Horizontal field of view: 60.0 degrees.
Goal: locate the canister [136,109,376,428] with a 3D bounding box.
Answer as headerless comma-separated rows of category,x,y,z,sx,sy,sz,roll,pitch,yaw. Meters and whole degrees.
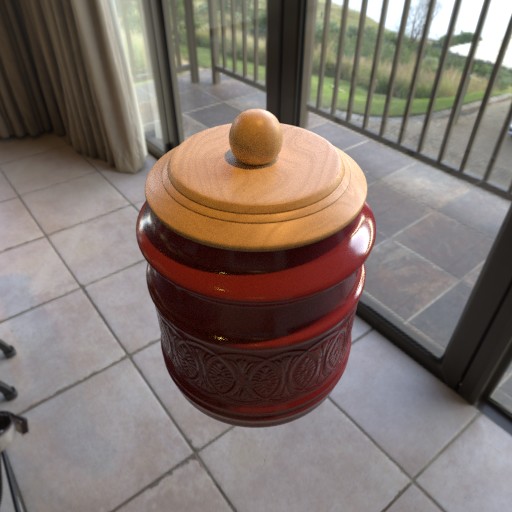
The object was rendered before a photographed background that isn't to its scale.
canister,0.000,0.000,0.263,0.130,0.176,0.130,0,41,0
